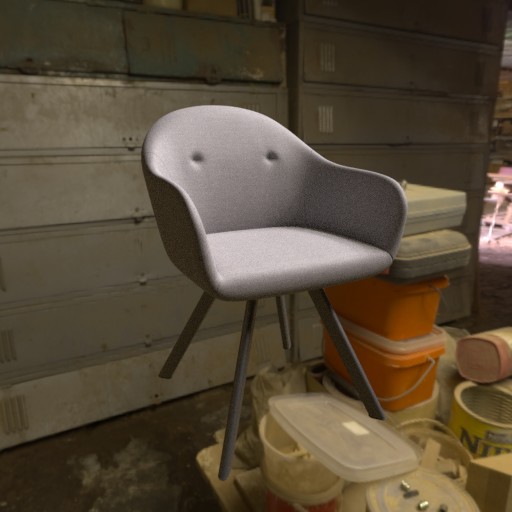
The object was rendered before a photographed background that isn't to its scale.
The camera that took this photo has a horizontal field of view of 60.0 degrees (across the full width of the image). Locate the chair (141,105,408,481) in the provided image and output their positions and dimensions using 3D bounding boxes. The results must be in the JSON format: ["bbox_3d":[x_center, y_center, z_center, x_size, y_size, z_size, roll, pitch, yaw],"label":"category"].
[{"bbox_3d":[0.000,0.000,1.167,0.540,0.780,0.570,-8,17,-26],"label":"chair"}]
